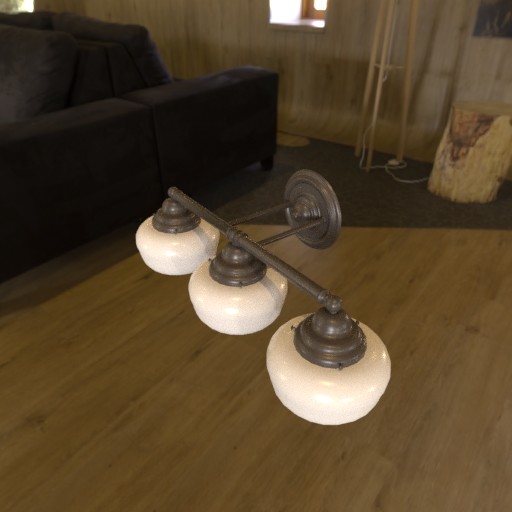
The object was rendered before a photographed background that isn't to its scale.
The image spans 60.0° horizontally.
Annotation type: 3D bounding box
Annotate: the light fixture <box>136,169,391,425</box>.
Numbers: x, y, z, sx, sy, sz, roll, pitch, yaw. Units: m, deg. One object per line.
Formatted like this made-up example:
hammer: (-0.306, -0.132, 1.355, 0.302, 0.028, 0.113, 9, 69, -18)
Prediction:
light fixture: (0.000, 0.000, 0.735, 0.239, 0.242, 0.587, -21, 38, -30)
